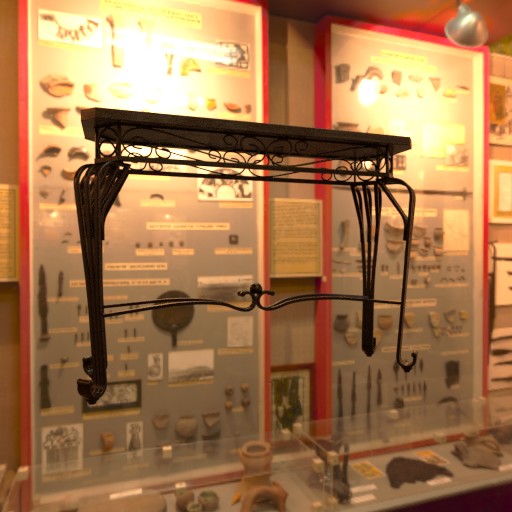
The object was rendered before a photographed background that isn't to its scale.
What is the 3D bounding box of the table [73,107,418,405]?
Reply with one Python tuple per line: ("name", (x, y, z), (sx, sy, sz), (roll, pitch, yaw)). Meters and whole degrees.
("table", (0.000, 0.000, 1.478), (1.112, 0.800, 0.329), (0, 1, -18))
